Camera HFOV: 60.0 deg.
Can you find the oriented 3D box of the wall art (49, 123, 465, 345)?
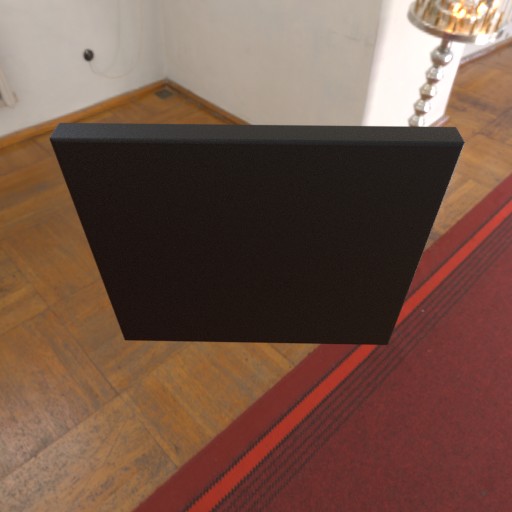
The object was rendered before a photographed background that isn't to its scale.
[{"bbox_3d":[0.000,0.000,0.532,0.380,0.330,0.028,1,46,1],"label":"wall art"}]
